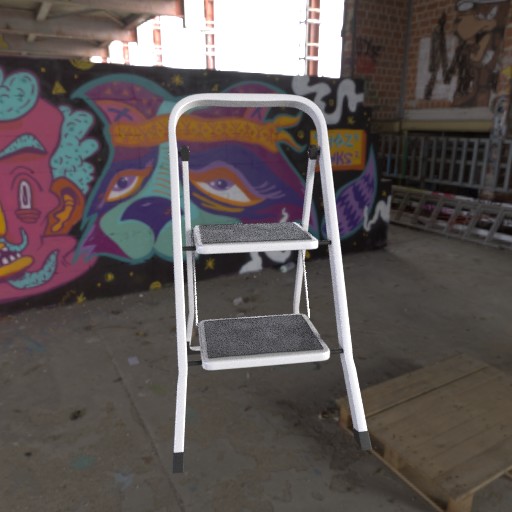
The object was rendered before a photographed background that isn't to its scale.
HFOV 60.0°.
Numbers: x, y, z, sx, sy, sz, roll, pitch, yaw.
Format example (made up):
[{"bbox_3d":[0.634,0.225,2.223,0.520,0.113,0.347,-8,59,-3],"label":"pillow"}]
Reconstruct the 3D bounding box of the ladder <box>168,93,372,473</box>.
[{"bbox_3d":[0.000,0.000,1.146,0.460,0.810,0.544,-3,16,-9],"label":"ladder"}]
